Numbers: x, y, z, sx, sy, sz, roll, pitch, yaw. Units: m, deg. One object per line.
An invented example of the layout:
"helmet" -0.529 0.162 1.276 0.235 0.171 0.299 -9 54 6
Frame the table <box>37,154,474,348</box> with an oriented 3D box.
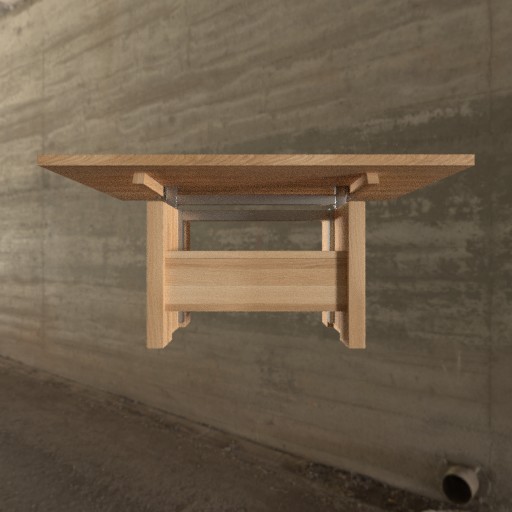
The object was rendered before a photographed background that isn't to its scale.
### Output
"table" 0.000 0.000 1.464 1.100 0.510 0.700 0 0 0
